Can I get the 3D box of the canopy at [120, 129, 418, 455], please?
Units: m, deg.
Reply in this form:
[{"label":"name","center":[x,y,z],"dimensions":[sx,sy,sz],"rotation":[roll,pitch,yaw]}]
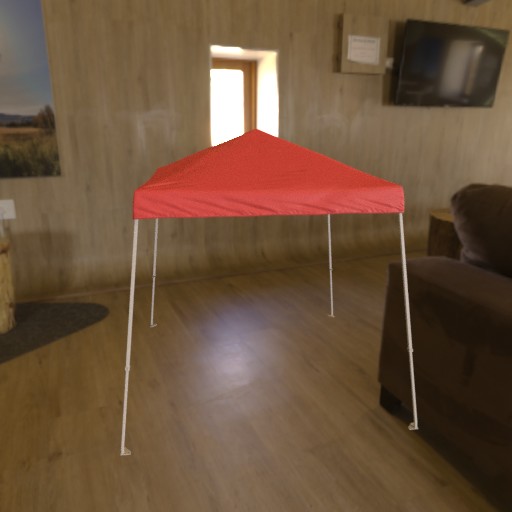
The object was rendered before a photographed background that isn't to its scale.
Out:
[{"label":"canopy","center":[0.000,0.000,6.521],"dimensions":[3.600,3.600,3.599],"rotation":[-2,16,-7]}]
